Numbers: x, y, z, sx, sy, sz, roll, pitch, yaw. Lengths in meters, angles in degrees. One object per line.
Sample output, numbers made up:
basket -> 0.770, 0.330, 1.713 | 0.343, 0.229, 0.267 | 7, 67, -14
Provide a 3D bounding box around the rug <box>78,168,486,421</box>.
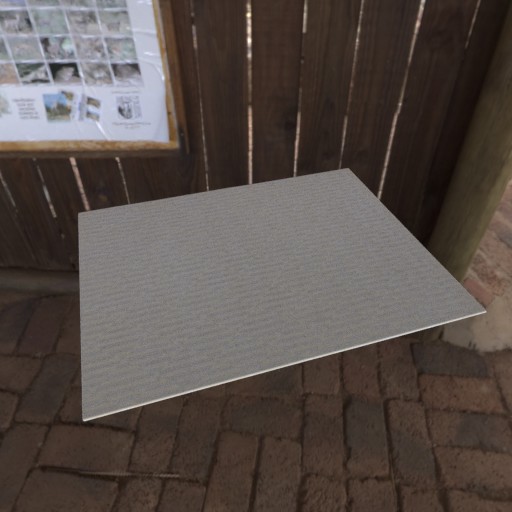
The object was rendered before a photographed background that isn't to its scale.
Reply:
rug -> 0.000, 0.000, 4.019 | 3.055, 0.021, 2.410 | -12, 42, -13
